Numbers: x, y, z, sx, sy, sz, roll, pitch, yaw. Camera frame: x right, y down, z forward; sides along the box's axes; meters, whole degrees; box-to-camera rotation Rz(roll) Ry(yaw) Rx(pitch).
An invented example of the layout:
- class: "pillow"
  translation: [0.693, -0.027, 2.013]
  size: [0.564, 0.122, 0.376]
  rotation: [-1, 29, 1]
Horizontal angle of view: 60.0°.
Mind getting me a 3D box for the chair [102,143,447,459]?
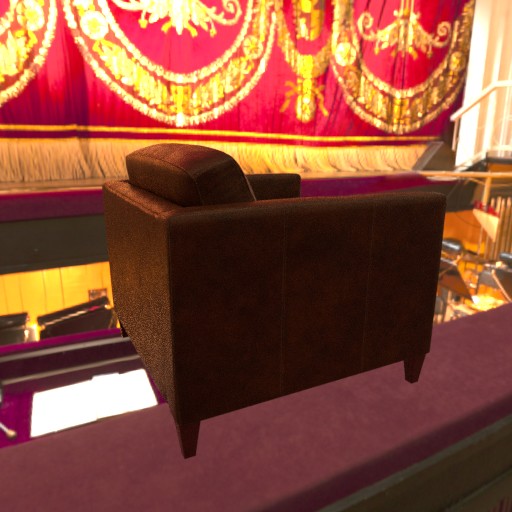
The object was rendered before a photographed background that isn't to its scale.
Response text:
- class: "chair"
  translation: [0.000, 0.000, 1.742]
  size: [0.975, 0.864, 0.990]
  rotation: [-8, 17, -26]
